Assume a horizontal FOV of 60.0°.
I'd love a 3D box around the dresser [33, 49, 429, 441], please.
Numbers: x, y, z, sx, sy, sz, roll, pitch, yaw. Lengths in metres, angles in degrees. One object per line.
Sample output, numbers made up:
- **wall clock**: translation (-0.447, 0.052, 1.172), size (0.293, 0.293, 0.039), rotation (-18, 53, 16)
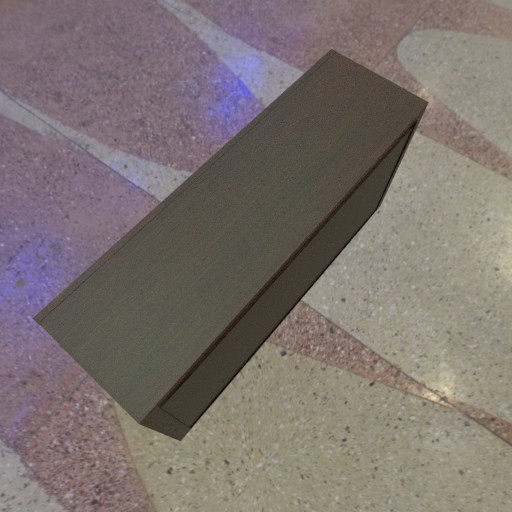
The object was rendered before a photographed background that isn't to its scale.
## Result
- **dresser**: translation (0.000, 0.000, 2.039), size (0.499, 0.971, 1.609), rotation (37, 70, 16)
